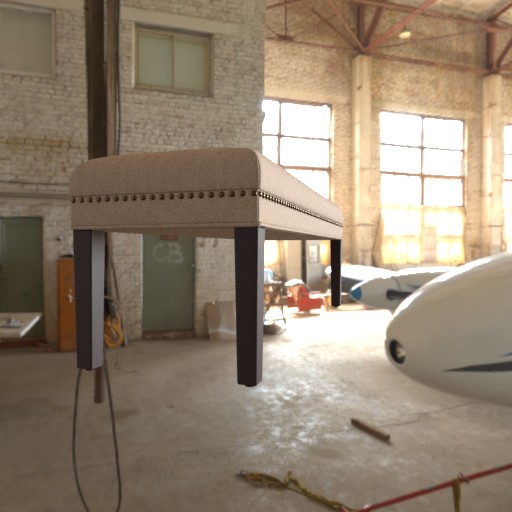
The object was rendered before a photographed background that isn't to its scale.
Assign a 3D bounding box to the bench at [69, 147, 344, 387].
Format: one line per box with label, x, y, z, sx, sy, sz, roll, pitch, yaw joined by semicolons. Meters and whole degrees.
bench;0.000;0.000;1.417;0.410;0.457;1.219;0;1;18
